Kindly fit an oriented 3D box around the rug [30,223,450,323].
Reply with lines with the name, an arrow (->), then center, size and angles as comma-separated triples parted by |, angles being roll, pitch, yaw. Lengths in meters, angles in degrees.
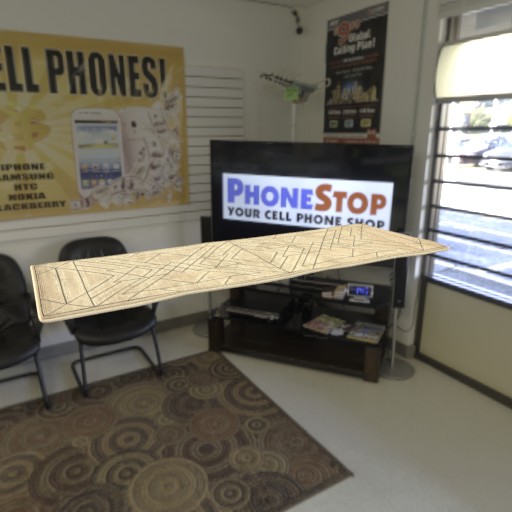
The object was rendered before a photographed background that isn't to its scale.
rug -> 0.000, 0.000, 2.632 | 2.381, 0.036, 0.831 | -8, 18, -27
